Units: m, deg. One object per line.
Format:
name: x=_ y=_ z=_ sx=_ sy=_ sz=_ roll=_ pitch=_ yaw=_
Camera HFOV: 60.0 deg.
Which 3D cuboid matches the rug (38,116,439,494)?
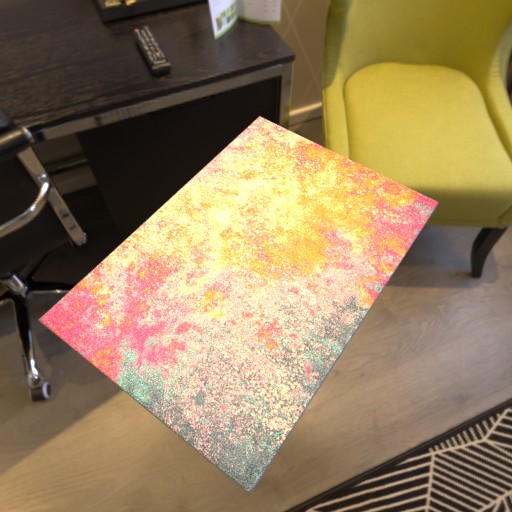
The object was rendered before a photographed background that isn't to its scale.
rug: x=0.000 y=0.000 z=3.692 sx=2.007 sy=0.013 sz=2.896 roll=31 pitch=62 yaw=19
